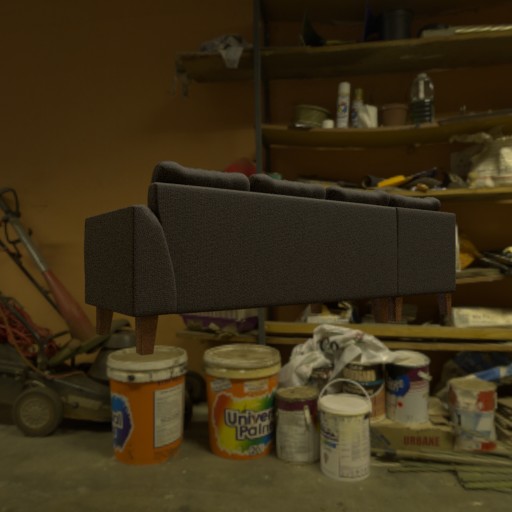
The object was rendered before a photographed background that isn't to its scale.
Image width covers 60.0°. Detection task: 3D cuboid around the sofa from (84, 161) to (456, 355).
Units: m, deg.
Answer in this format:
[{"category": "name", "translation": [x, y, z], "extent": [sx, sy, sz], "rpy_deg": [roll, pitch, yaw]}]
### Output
[{"category": "sofa", "translation": [0.000, 0.000, 3.499], "extent": [2.679, 0.932, 1.829], "rpy_deg": [0, 0, -36]}]
